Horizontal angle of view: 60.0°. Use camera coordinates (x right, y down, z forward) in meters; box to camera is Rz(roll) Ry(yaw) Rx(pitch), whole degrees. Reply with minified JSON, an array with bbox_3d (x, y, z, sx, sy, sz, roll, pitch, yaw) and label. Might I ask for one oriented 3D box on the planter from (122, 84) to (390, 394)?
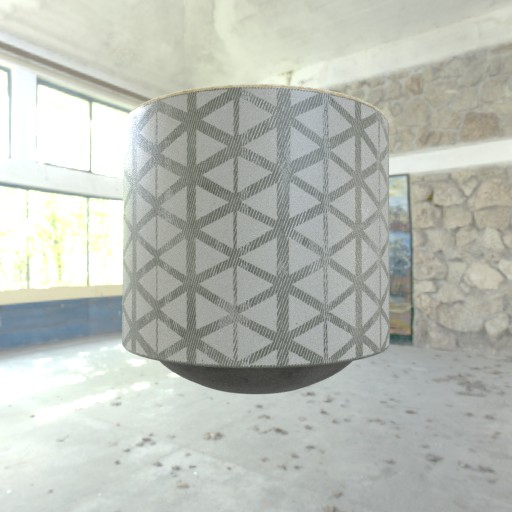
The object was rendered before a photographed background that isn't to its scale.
[{"bbox_3d":[0.000,0.000,0.434,0.250,0.239,0.250,0,-1,0],"label":"planter"}]
